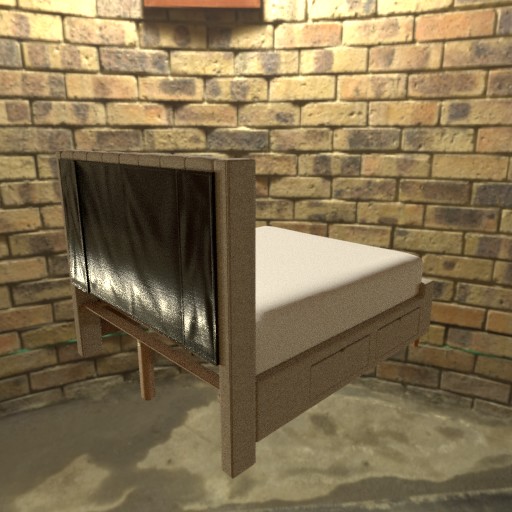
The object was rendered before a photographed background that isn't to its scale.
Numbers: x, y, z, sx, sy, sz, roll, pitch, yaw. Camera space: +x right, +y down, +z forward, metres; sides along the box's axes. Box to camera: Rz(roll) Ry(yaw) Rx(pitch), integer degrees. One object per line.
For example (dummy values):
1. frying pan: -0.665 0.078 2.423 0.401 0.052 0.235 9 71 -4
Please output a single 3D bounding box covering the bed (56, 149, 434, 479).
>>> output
1. bed: 0.000 0.000 3.715 2.372 1.748 2.044 -14 20 -42
